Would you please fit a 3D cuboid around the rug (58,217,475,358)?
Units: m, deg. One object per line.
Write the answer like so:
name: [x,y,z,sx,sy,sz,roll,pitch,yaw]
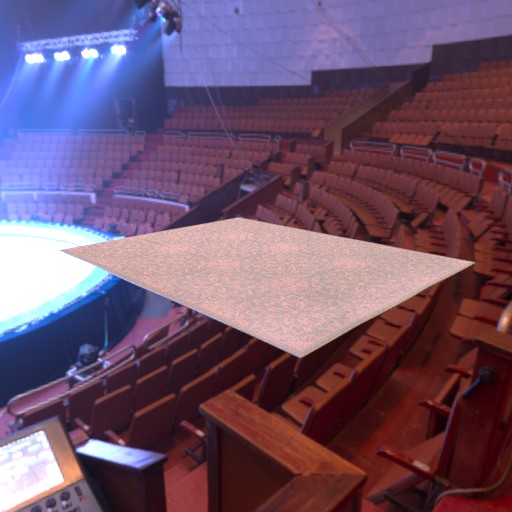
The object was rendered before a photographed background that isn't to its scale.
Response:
rug: [0.000,0.000,4.018,2.980,0.012,2.363,15,21,43]
